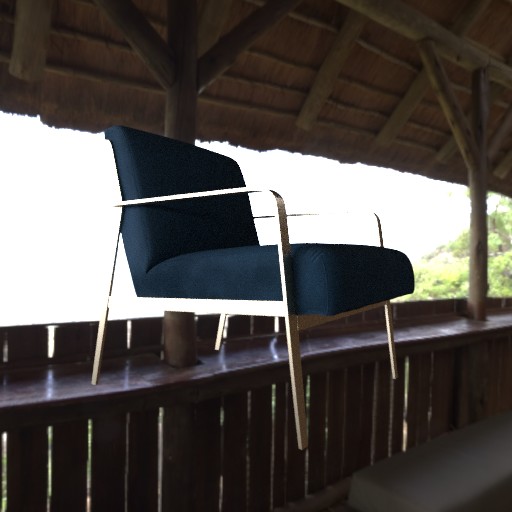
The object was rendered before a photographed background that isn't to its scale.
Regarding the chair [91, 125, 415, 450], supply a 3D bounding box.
[{"bbox_3d":[0.000,0.000,1.440,0.859,0.831,0.692,0,1,35],"label":"chair"}]
